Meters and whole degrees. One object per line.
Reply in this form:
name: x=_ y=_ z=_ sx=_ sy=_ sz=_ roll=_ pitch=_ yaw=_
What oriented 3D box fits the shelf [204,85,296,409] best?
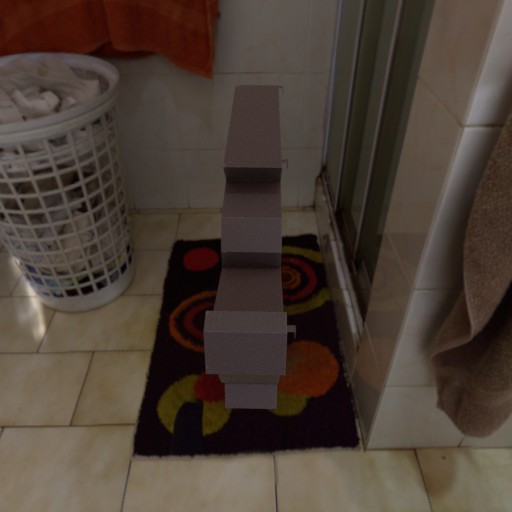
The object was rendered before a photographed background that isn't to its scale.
shelf: x=0.000 y=0.000 z=0.920 sx=0.112 sy=0.439 sz=0.729 roll=1 pitch=41 yaw=1
